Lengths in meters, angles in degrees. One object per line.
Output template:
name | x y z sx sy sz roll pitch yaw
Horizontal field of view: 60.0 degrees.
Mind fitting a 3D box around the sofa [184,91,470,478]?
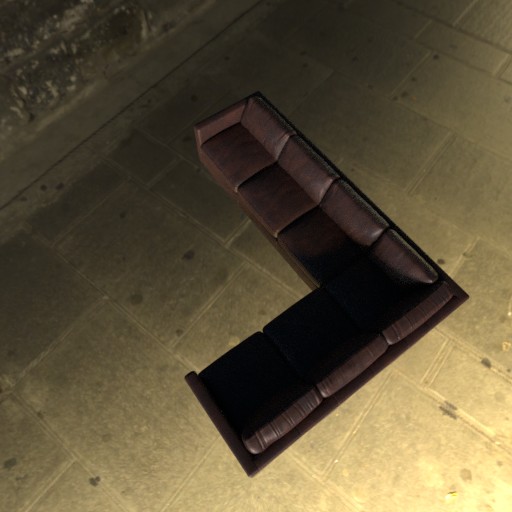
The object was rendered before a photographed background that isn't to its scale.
sofa | 0.000 0.000 4.418 2.438 0.836 3.152 -33 68 -16
